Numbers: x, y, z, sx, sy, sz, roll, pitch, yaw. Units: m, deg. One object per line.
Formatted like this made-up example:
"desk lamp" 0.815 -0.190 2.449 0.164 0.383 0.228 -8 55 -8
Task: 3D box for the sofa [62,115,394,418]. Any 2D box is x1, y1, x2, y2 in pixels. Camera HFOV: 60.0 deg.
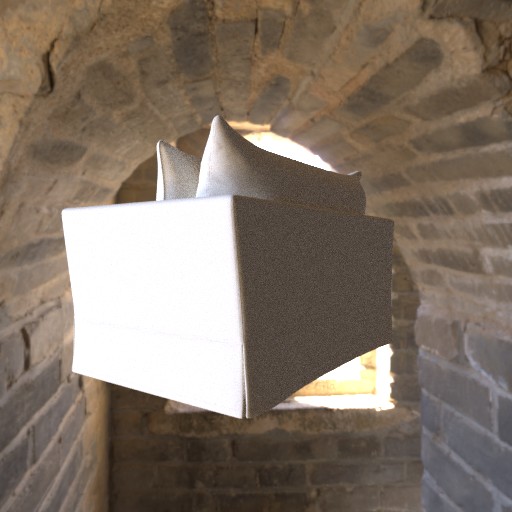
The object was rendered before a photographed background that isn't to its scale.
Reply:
"sofa" 0.000 0.000 2.331 1.026 1.039 1.608 1 1 35
